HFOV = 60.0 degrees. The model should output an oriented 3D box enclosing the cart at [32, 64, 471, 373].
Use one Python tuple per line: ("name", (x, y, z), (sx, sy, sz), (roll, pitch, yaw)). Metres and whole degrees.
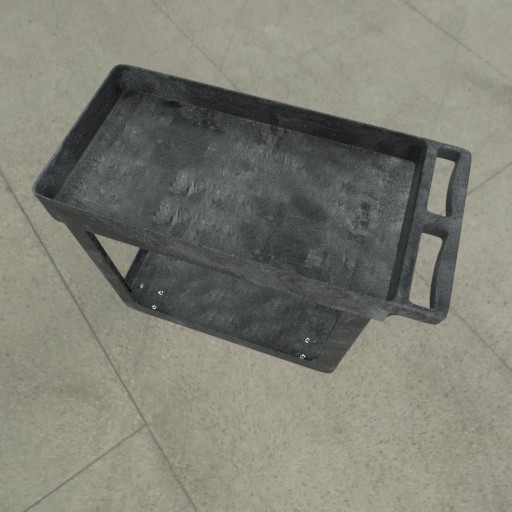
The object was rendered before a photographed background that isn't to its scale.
("cart", (0.000, 0.000, 1.323), (0.877, 0.824, 0.420), (17, 65, 8))
